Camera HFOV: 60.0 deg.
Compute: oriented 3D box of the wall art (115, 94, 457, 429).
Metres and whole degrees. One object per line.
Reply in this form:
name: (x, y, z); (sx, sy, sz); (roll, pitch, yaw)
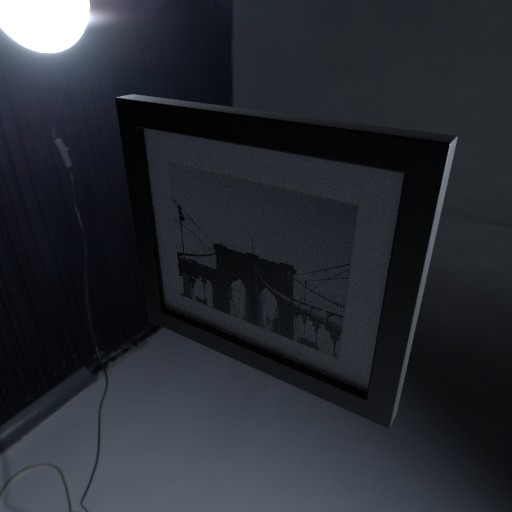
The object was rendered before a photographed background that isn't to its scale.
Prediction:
wall art: (0.000, 0.000, 0.528); (0.380, 0.330, 0.028); (17, 33, 28)
